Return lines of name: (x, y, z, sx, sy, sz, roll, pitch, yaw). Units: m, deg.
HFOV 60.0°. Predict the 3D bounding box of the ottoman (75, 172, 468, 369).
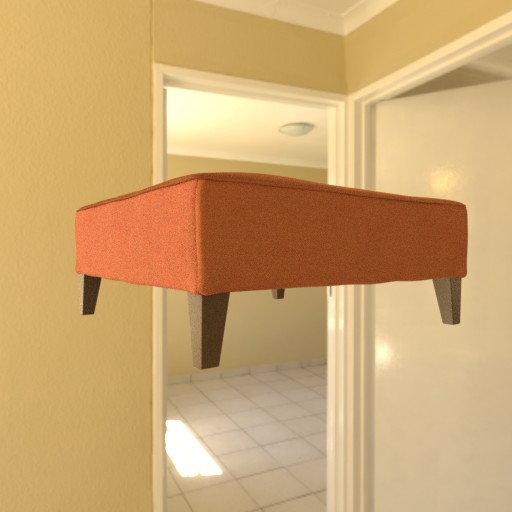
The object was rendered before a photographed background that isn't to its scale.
ottoman: (0.000, 0.000, 1.546, 0.997, 0.438, 0.999, -1, 1, -36)
